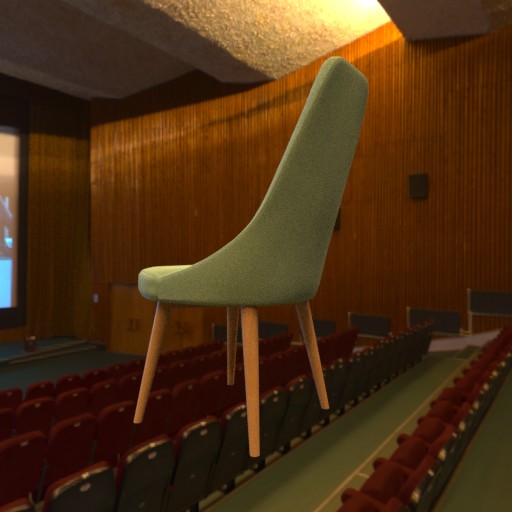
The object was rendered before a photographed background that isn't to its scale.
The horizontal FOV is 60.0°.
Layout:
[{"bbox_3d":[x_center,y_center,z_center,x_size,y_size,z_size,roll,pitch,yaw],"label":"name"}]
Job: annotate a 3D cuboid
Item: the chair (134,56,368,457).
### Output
[{"bbox_3d":[0.000,0.000,1.397,0.660,1.040,0.510,1,1,35],"label":"chair"}]
